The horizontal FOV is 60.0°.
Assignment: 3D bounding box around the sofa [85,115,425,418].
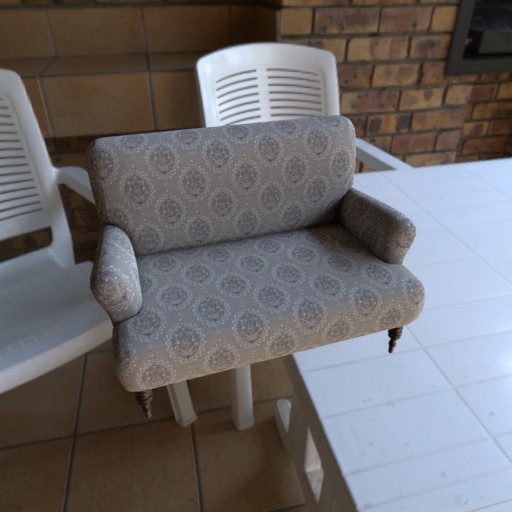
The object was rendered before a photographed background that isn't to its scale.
[{"bbox_3d":[0.000,0.000,1.857,1.297,0.889,0.779,-10,34,-16],"label":"sofa"}]
